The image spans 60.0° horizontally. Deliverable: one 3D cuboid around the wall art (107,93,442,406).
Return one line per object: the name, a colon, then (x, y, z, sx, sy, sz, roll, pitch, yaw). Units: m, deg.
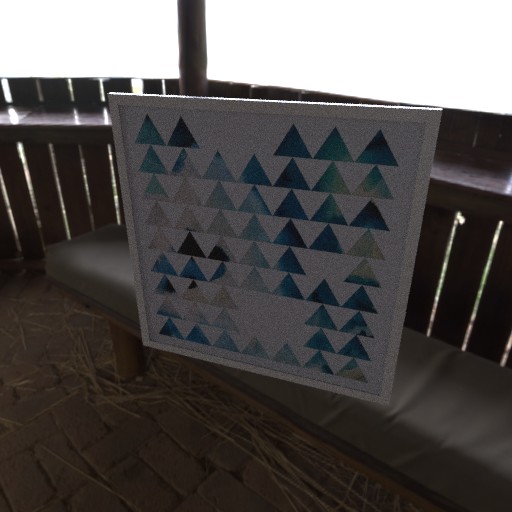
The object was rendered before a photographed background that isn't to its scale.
wall art: (0.000, 0.000, 0.834, 0.557, 0.557, 0.012, 9, 28, 18)
